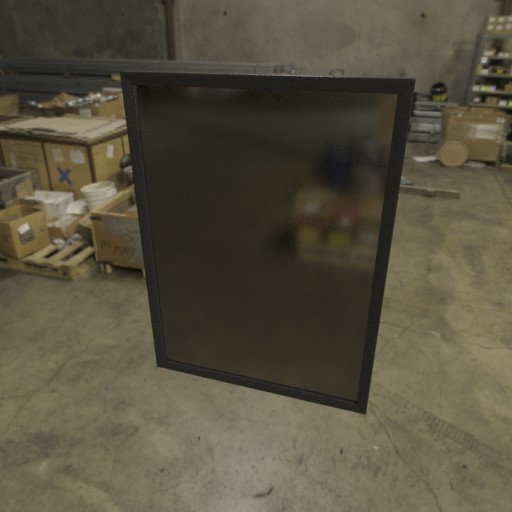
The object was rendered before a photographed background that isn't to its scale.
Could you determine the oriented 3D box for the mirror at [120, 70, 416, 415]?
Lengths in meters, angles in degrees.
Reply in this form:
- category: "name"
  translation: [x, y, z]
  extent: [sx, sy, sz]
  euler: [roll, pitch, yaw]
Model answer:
- category: "mirror"
  translation: [0.000, 0.000, 1.334]
  extent: [0.762, 1.016, 0.040]
  euler: [8, 27, 16]
